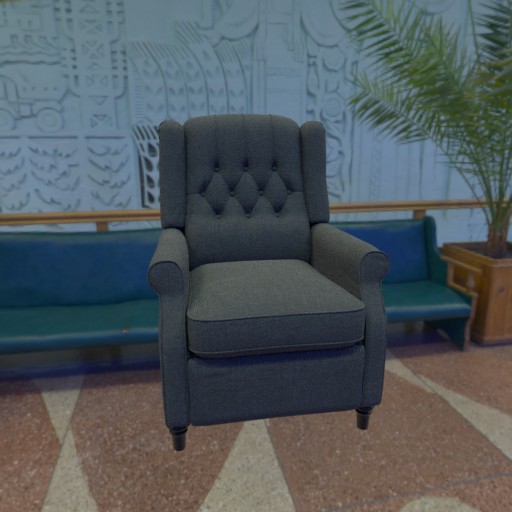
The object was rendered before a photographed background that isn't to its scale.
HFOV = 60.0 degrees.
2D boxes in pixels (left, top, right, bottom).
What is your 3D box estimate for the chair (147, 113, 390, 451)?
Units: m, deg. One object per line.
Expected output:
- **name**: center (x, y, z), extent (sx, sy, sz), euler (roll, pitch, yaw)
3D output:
- **chair**: center (0.000, 0.000, 1.642), extent (0.742, 1.035, 0.898), euler (-3, 16, -9)
